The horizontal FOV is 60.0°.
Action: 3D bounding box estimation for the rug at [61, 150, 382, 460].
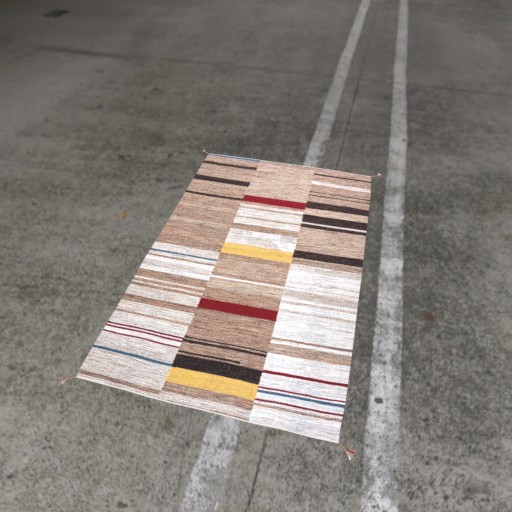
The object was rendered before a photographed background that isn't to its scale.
[{"bbox_3d":[0.000,0.000,2.428,1.268,0.007,1.918,10,47,10],"label":"rug"}]
